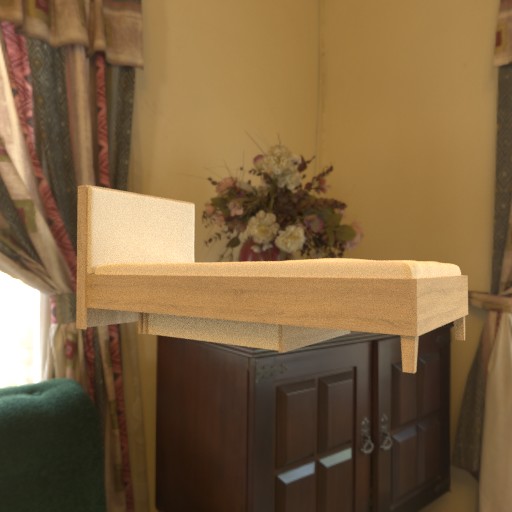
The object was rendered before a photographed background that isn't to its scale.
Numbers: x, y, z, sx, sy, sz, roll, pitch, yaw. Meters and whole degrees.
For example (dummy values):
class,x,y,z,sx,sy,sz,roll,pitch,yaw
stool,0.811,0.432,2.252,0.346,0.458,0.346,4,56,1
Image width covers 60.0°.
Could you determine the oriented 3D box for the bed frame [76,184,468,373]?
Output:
class,x,y,z,sx,sy,sz,roll,pitch,yaw
bed frame,0.000,0.000,2.644,2.140,0.920,0.990,-1,-2,36
